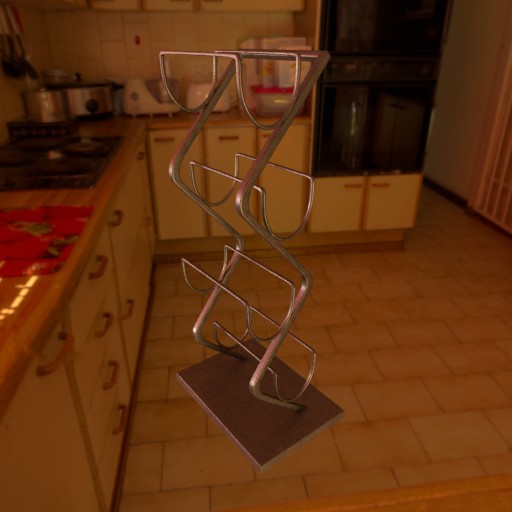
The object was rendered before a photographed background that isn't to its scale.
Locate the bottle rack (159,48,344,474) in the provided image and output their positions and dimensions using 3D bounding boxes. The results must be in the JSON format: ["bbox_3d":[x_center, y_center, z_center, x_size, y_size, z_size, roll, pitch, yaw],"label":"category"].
[{"bbox_3d":[0.000,0.000,0.663,0.178,0.559,0.254,-19,32,-33],"label":"bottle rack"}]
